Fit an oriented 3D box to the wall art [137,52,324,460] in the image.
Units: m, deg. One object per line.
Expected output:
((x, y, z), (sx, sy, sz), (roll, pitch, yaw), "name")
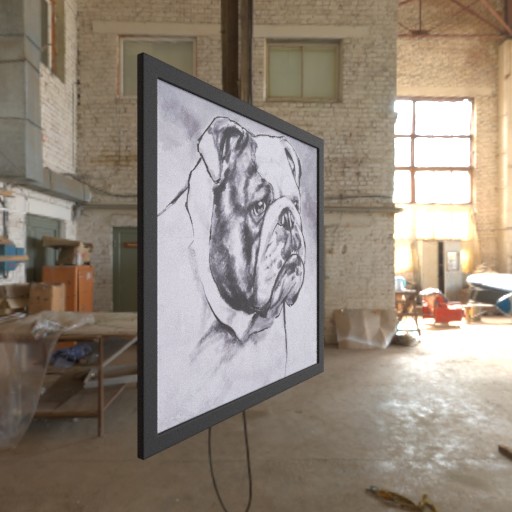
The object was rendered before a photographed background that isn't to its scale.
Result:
((0.000, 0.000, 0.840), (0.012, 0.558, 0.562), (0, 0, 34), "wall art")
